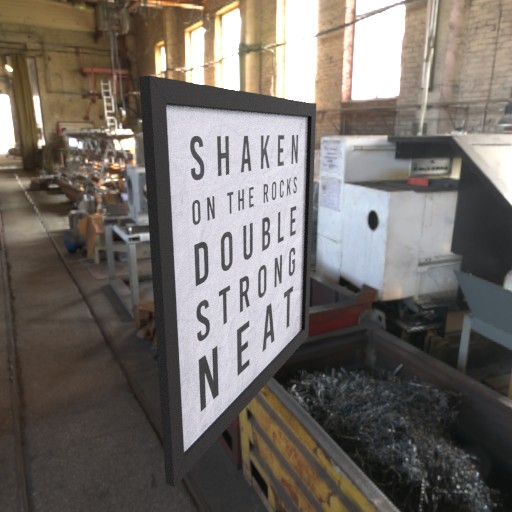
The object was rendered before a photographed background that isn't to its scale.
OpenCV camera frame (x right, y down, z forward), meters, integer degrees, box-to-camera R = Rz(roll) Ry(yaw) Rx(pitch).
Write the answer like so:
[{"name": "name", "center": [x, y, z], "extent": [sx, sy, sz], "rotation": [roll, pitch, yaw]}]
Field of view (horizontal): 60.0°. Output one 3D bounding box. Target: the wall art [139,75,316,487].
[{"name": "wall art", "center": [0.000, 0.000, 0.666], "extent": [0.013, 0.458, 0.456], "rotation": [8, 17, 26]}]
